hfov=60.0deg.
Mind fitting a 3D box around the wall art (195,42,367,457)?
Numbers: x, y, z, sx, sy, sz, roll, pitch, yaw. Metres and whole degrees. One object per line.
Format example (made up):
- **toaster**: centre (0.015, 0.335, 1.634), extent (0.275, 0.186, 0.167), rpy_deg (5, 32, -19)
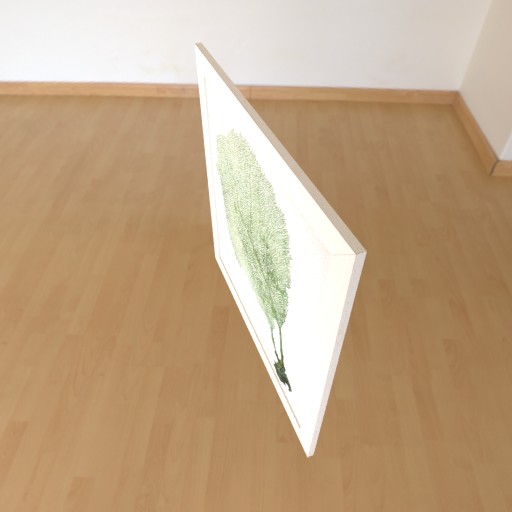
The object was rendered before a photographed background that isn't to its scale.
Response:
- **wall art**: centre (0.000, 0.000, 0.857), extent (0.013, 0.584, 0.584), rpy_deg (-16, 49, -15)
